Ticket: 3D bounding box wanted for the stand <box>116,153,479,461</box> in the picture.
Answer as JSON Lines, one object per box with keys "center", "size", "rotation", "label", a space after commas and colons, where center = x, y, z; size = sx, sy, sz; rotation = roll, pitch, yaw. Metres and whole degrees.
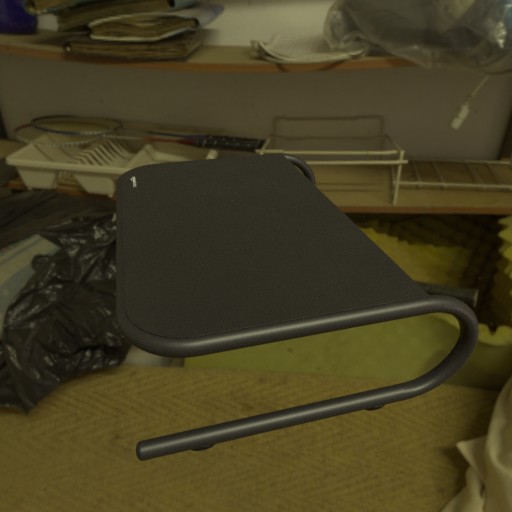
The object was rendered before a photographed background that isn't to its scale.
{"center": [0.000, 0.000, 0.483], "size": [0.280, 0.108, 0.370], "rotation": [-8, 31, -13], "label": "stand"}
